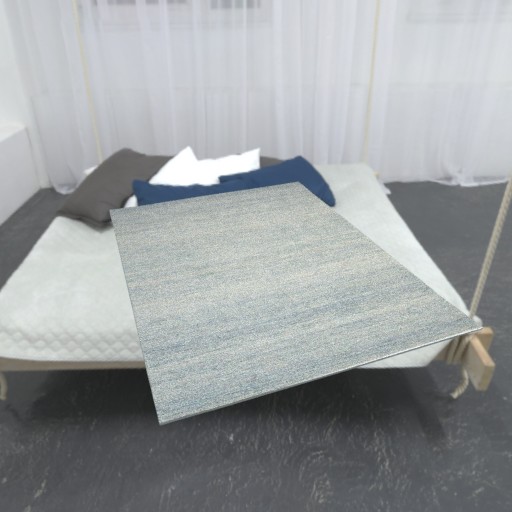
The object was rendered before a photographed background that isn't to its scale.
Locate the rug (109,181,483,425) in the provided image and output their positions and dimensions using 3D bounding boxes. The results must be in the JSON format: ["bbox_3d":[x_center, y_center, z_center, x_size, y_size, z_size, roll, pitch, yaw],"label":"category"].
[{"bbox_3d":[0.000,0.000,4.276,2.461,0.046,3.237,-11,32,-18],"label":"rug"}]
